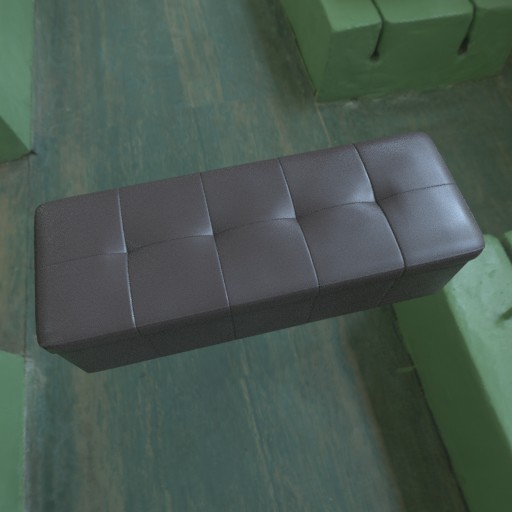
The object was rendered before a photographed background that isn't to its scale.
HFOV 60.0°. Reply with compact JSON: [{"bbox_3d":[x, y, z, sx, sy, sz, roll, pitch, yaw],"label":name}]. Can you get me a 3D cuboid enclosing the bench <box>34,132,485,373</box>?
[{"bbox_3d":[0.000,0.000,1.411,1.219,0.417,0.450,-12,64,-6],"label":"bench"}]
